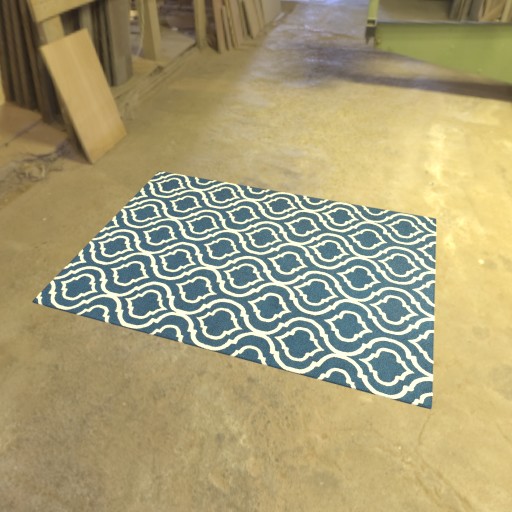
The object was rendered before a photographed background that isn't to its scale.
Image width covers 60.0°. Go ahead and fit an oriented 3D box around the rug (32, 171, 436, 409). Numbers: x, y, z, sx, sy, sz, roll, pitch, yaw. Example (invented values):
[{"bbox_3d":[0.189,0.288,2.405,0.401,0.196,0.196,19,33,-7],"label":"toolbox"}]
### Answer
[{"bbox_3d":[0.000,0.000,2.768,2.134,0.010,1.524,12,42,14],"label":"rug"}]
